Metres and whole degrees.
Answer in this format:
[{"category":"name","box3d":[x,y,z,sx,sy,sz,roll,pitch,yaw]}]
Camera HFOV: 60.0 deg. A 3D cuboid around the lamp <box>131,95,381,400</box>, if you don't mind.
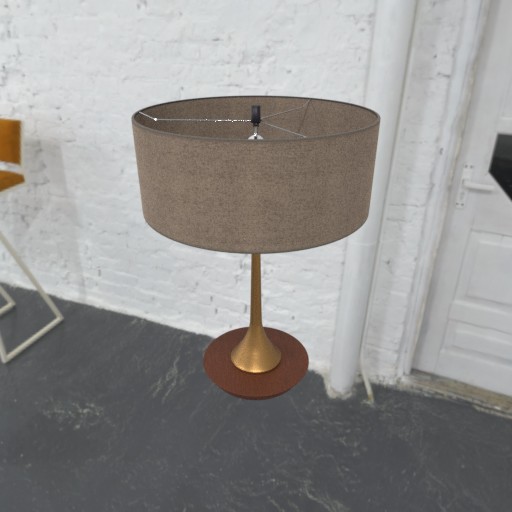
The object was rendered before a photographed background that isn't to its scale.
[{"category":"lamp","box3d":[0.000,0.000,0.847,0.396,0.551,0.417,0,27,1]}]
